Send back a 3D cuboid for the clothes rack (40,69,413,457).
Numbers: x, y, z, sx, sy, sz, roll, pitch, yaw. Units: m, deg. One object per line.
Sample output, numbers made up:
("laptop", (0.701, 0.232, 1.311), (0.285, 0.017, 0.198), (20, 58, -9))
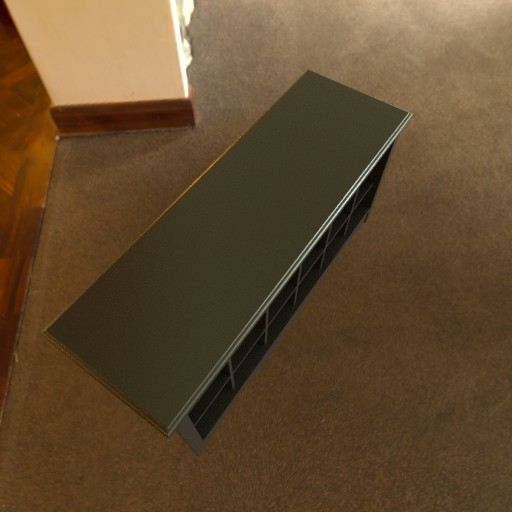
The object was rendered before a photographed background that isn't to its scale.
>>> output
("clothes rack", (0.000, 0.000, 1.483), (0.406, 0.556, 1.219), (31, 63, 18))
